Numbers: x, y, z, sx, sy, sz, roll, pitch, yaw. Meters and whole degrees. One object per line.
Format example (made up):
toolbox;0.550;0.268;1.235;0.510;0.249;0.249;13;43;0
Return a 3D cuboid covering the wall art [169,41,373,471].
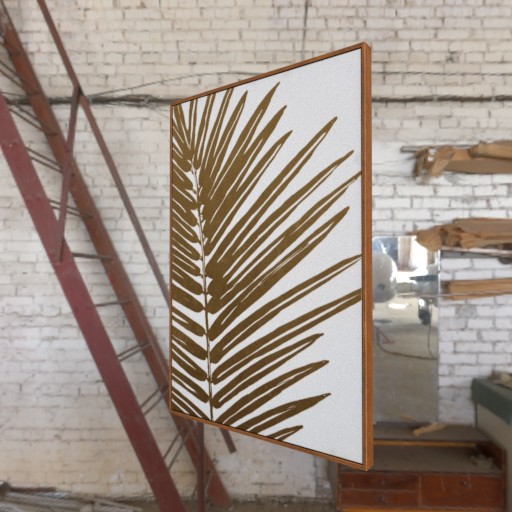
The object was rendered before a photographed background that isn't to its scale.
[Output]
wall art;0.000;0.000;1.139;0.610;0.914;0.037;-1;-1;37
